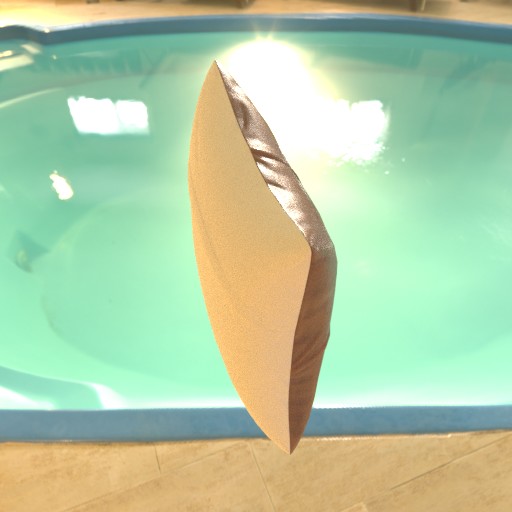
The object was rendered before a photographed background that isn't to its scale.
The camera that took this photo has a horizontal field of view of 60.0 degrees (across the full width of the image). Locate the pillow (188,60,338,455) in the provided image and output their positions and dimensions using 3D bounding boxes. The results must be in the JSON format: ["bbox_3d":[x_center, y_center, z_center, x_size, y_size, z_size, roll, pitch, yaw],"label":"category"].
[{"bbox_3d":[0.000,0.000,0.733,0.192,0.470,0.484,-11,46,-11],"label":"pillow"}]
